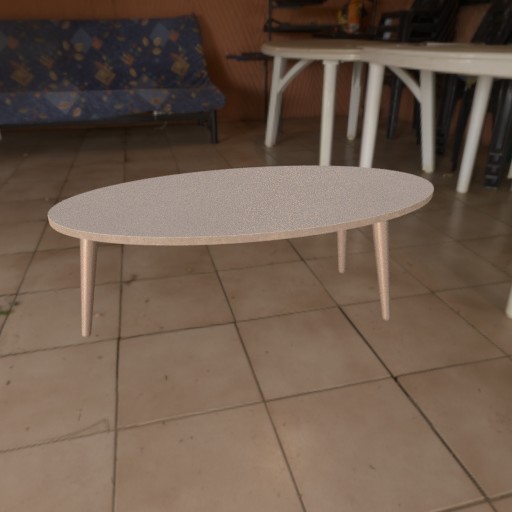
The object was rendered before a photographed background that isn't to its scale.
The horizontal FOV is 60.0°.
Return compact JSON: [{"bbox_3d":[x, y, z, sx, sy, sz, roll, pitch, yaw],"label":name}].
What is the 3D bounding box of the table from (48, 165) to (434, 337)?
[{"bbox_3d":[0.000,0.000,1.329,1.083,0.390,0.542,-7,27,-14],"label":"table"}]
